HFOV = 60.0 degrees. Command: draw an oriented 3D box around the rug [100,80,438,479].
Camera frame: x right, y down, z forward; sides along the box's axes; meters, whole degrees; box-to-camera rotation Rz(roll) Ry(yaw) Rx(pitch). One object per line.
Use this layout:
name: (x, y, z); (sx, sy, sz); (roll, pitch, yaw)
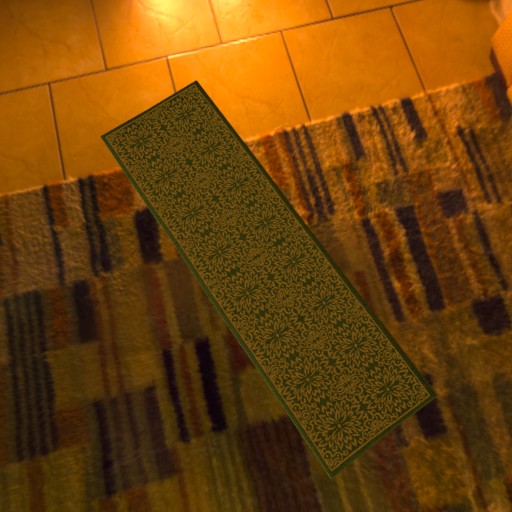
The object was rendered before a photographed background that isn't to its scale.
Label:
rug: (0.000, 0.000, 2.370); (0.662, 0.011, 2.196); (-34, 78, -8)
